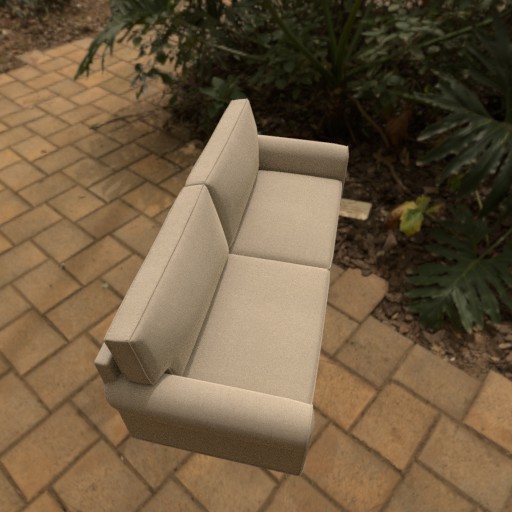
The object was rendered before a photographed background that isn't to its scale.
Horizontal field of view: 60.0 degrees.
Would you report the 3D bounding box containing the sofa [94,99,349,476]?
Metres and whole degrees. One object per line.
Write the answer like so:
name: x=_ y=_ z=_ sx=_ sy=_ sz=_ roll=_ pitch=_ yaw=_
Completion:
sofa: x=0.000 y=0.000 z=2.577 sx=0.901 sy=0.962 sz=2.146 roll=9 pitch=47 yaw=8
